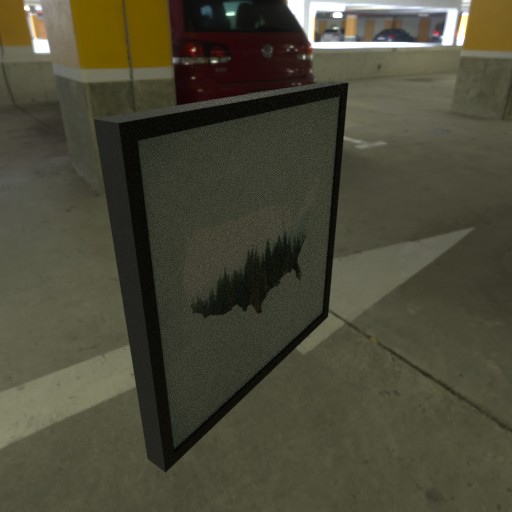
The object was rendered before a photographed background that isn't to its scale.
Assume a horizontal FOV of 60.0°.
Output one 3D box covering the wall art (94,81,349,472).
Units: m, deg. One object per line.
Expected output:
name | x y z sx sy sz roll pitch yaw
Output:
wall art | 0.000 0.000 0.743 0.040 0.509 0.509 18 32 32
